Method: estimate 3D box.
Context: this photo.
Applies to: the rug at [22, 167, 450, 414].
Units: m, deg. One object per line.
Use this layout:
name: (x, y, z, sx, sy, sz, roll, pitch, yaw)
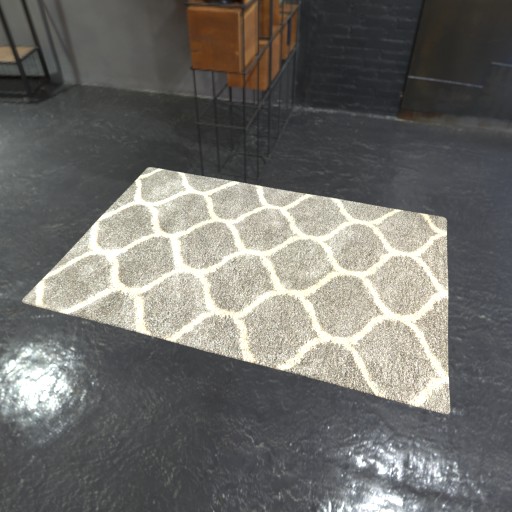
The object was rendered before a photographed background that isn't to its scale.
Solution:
rug: (0.000, 0.000, 3.275, 2.701, 0.026, 1.801, 12, 43, 13)
